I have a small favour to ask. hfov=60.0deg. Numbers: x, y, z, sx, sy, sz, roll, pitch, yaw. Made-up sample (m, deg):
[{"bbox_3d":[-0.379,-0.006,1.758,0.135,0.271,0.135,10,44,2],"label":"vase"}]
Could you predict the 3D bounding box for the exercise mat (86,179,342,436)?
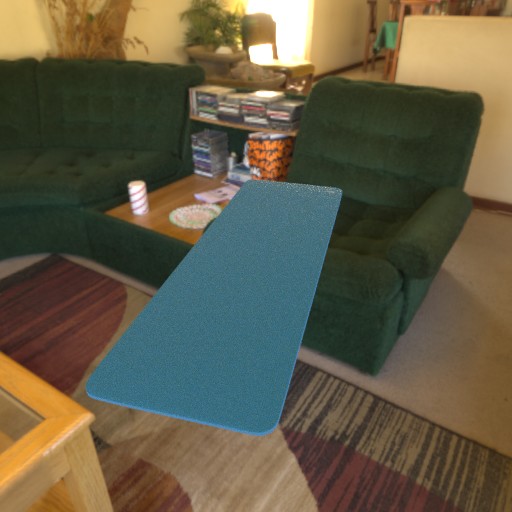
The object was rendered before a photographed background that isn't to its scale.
[{"bbox_3d":[0.000,0.000,2.060,0.616,0.021,1.869,8,32,13],"label":"exercise mat"}]
